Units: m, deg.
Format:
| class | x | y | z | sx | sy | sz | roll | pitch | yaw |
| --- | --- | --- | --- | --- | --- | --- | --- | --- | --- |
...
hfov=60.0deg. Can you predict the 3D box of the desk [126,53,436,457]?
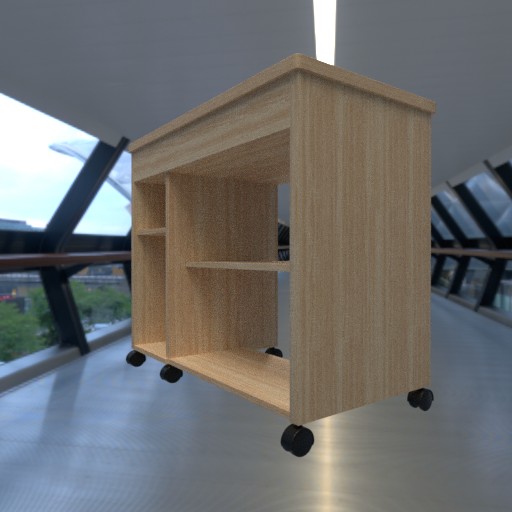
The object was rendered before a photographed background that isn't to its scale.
| class | x | y | z | sx | sy | sz | roll | pitch | yaw |
| --- | --- | --- | --- | --- | --- | --- | --- | --- | --- |
| desk | 0.000 | 0.000 | 1.326 | 0.480 | 0.770 | 0.884 | 0 | 0 | -36 |
